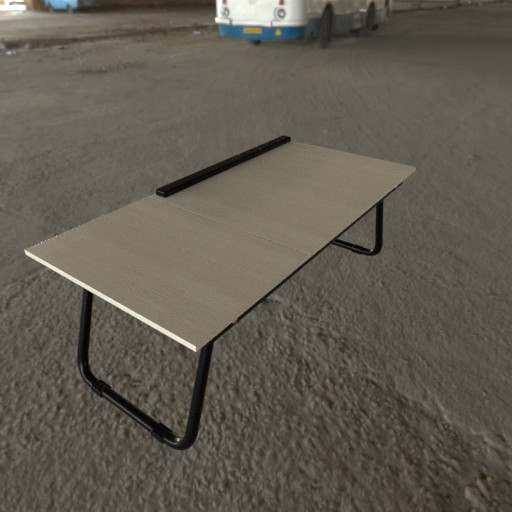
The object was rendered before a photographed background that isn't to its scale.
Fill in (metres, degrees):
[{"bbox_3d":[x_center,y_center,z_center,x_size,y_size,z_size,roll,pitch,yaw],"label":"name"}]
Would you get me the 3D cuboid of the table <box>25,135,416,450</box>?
[{"bbox_3d":[0.000,0.000,0.807,0.322,0.242,0.644,21,37,30],"label":"table"}]
